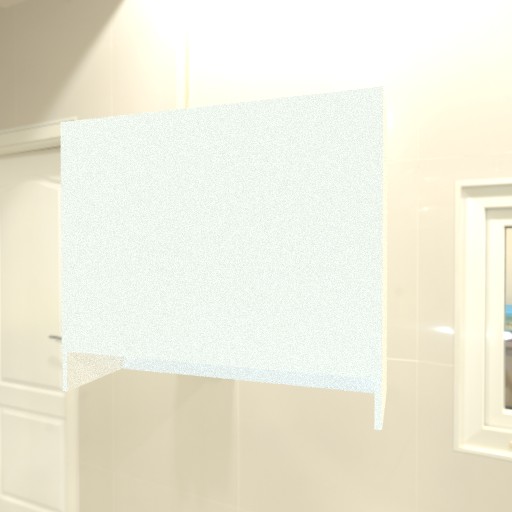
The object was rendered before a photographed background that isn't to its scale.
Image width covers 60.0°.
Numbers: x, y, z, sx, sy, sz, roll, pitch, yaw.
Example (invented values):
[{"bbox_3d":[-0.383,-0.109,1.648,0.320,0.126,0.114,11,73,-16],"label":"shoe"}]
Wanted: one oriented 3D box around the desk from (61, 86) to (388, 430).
[{"bbox_3d":[0.000,0.000,1.638,0.940,0.818,0.926,0,1,18],"label":"desk"}]
